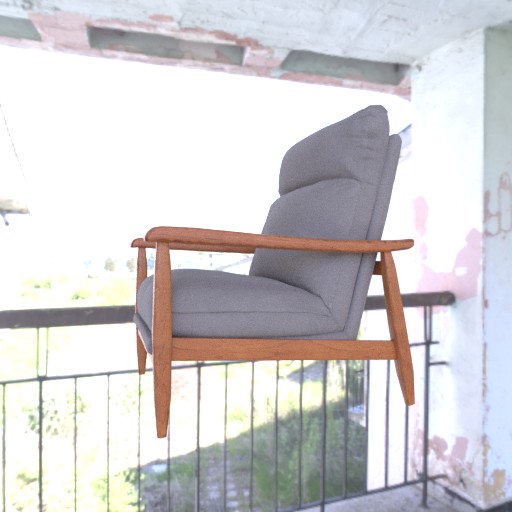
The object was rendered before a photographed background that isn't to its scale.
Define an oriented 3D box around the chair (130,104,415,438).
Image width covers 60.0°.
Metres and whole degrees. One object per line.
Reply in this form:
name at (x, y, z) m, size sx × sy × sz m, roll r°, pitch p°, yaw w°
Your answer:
chair at (0.000, 0.000, 1.548) m, size 0.816 × 0.922 × 0.782 m, roll 0°, pitch 0°, yaw -19°
